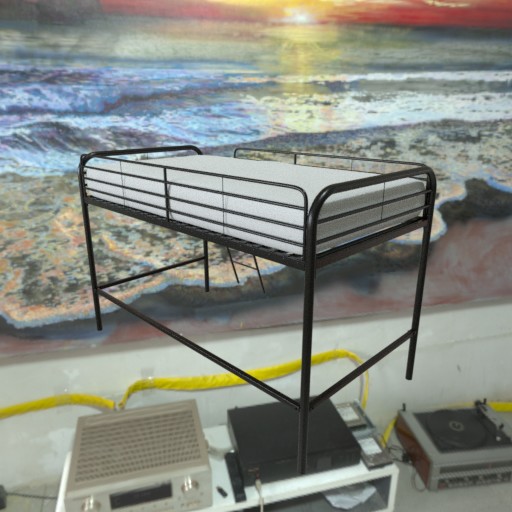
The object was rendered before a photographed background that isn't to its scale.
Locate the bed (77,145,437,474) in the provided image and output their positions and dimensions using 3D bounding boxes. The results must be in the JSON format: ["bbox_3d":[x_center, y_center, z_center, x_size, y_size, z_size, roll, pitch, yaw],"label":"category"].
[{"bbox_3d":[0.000,0.000,2.903,1.968,1.289,1.393,17,25,42],"label":"bed"}]
